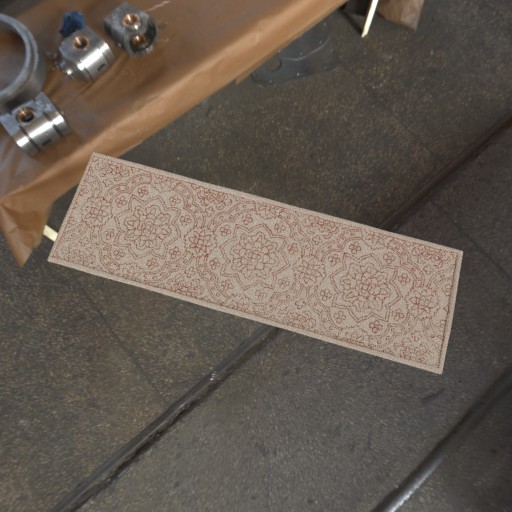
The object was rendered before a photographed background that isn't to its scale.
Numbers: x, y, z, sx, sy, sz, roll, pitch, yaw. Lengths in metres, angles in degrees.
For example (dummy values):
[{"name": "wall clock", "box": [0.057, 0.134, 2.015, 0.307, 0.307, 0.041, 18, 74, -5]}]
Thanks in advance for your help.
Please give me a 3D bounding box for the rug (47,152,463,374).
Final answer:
[{"name": "rug", "box": [0.000, 0.000, 2.723, 2.448, 0.012, 0.769, 16, 76, 4]}]
